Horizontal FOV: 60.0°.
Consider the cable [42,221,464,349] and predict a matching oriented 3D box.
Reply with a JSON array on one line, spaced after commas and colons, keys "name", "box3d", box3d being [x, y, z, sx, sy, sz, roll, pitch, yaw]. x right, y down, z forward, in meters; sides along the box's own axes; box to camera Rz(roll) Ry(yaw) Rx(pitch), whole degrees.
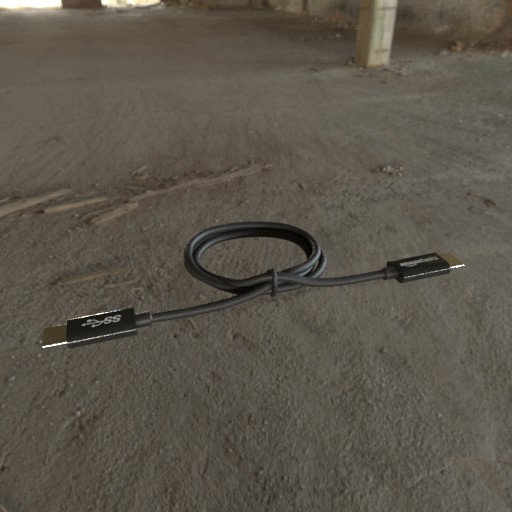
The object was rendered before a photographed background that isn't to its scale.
[{"name": "cable", "box3d": [0.000, 0.000, 0.212, 0.186, 0.014, 0.070, -10, 33, -15]}]
